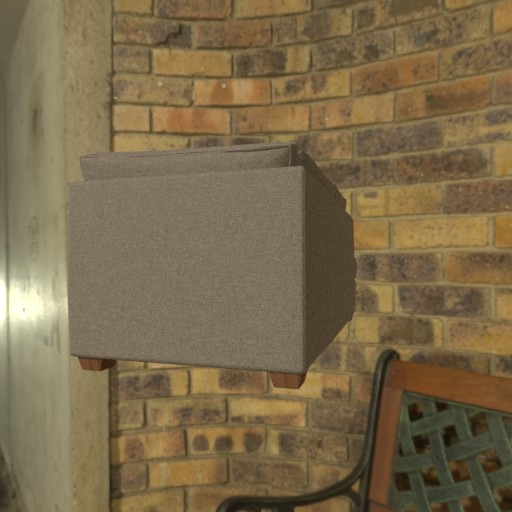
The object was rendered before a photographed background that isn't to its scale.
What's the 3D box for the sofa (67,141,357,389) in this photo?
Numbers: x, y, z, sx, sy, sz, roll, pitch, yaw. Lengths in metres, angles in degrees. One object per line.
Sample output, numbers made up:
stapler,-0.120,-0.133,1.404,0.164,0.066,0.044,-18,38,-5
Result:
sofa,0.000,0.000,2.833,1.110,1.033,2.237,0,-1,17
